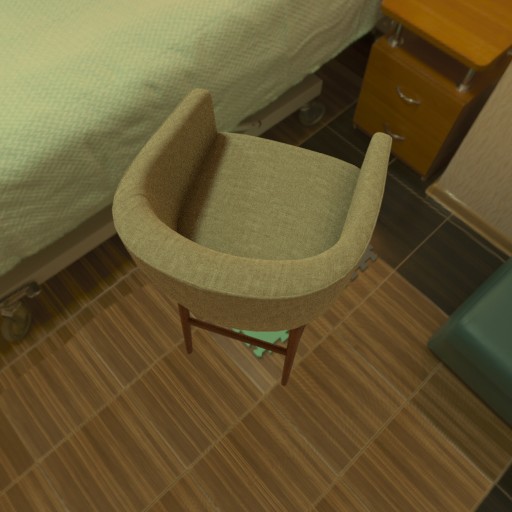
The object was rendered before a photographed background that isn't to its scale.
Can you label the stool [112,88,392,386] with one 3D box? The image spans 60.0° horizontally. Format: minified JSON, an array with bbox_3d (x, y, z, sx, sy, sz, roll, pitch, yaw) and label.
[{"bbox_3d":[0.000,0.000,1.329,0.559,0.952,0.635,16,65,8],"label":"stool"}]
